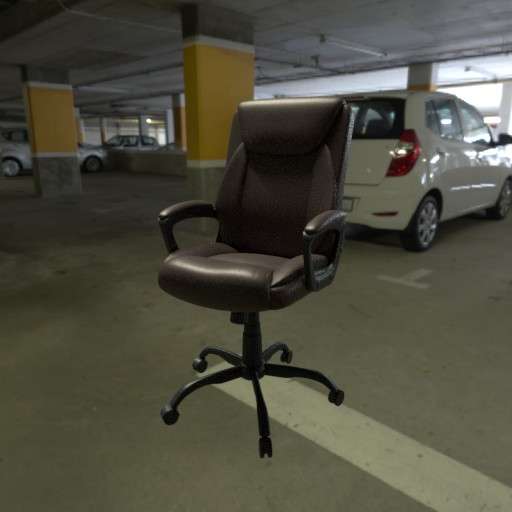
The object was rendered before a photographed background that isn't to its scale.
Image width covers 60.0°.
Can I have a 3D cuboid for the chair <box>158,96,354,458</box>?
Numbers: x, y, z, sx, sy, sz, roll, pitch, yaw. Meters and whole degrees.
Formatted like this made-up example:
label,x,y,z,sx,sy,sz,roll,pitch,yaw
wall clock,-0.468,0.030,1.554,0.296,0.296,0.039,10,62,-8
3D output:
label,x,y,z,sx,sy,sz,roll,pitch,yaw
chair,0.000,0.000,1.524,0.615,1.072,0.655,7,16,27
